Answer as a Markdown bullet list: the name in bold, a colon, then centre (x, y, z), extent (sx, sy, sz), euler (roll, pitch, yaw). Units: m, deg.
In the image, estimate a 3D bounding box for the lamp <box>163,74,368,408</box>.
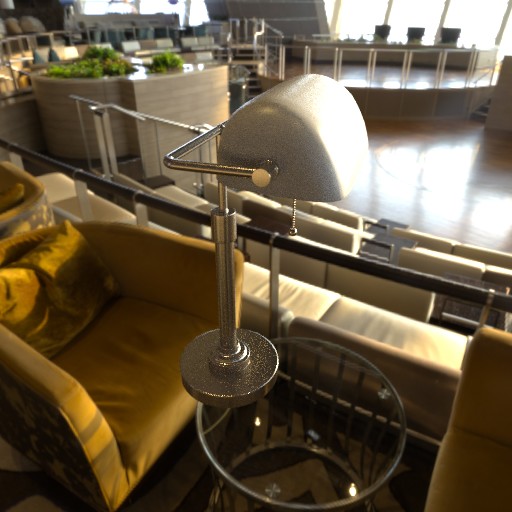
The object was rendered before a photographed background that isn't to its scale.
- **lamp**: centre (0.000, 0.000, 0.546), extent (0.227, 0.404, 0.269), euler (9, 31, 16)
